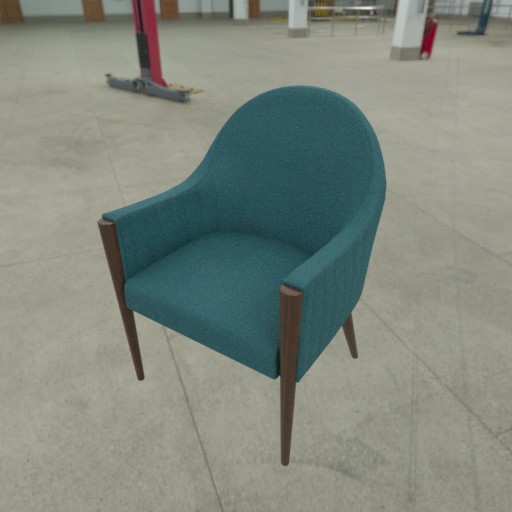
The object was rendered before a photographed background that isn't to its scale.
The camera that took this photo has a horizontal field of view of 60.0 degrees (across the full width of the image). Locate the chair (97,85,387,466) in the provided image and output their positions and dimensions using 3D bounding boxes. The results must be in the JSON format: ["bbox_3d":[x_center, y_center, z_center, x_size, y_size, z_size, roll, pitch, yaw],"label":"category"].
[{"bbox_3d":[0.000,0.000,1.376,0.656,0.907,0.652,19,36,28],"label":"chair"}]
